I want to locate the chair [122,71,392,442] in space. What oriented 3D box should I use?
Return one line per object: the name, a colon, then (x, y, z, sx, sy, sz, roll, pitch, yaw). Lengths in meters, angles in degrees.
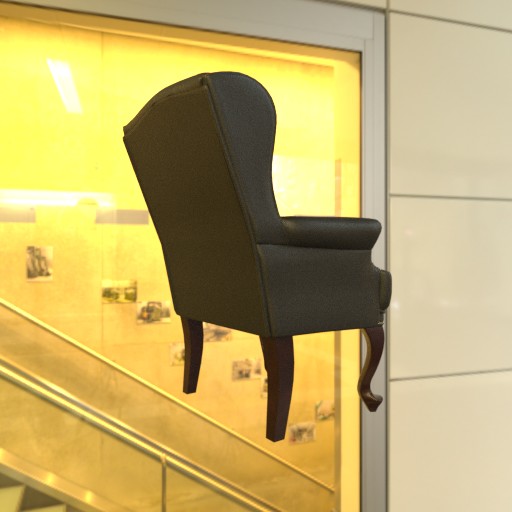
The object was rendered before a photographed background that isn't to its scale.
chair: (0.000, 0.000, 1.681, 0.822, 1.133, 0.831, 0, 0, -36)
